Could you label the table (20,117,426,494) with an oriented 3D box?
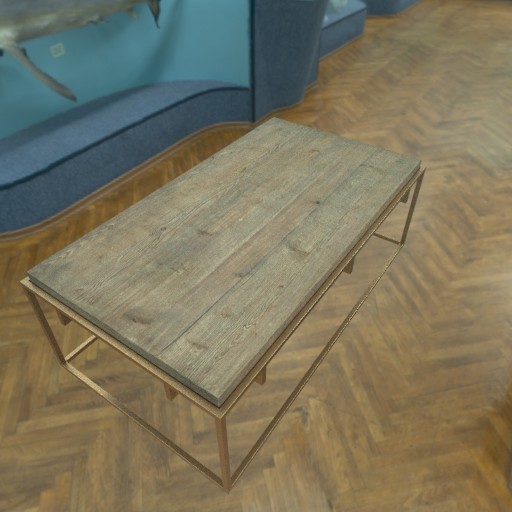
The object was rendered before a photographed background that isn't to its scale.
[{"bbox_3d":[0.000,0.000,1.729,0.775,0.468,1.387,25,47,26],"label":"table"}]
